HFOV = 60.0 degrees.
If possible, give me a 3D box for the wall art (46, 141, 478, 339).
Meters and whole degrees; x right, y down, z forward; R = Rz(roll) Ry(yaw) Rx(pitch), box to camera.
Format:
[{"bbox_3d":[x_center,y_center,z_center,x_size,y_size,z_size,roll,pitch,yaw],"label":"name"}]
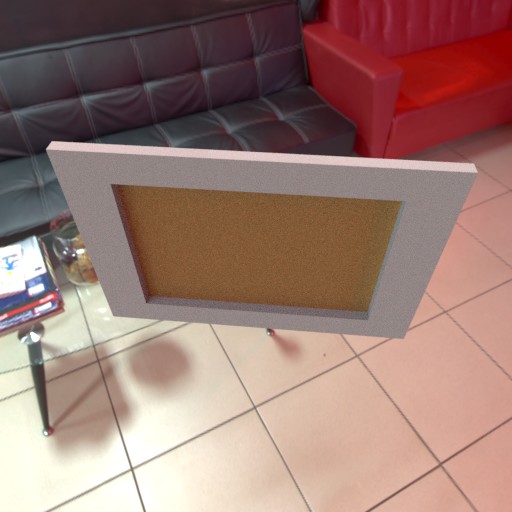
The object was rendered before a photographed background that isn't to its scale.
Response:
[{"bbox_3d":[0.000,0.000,1.162,0.906,0.617,0.033,4,47,4],"label":"wall art"}]
